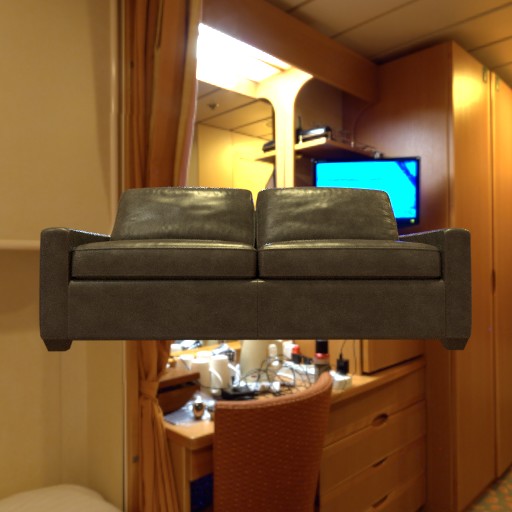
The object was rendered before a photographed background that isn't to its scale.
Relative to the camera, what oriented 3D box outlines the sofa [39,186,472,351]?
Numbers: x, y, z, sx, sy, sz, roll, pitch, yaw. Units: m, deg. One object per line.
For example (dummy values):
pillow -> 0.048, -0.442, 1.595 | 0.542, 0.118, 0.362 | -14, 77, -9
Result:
sofa -> 0.000, 0.000, 2.560 | 2.081, 0.916, 0.939 | 0, -1, -1
